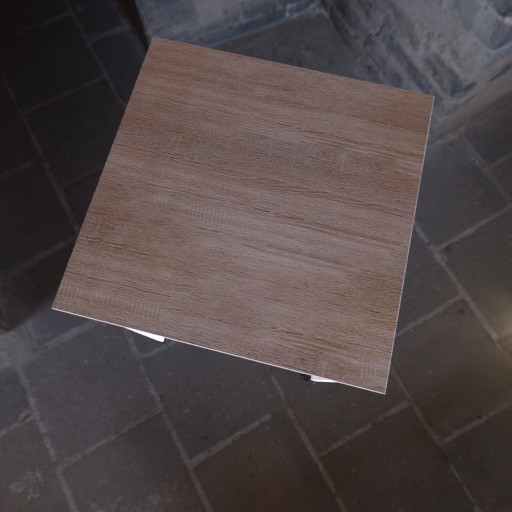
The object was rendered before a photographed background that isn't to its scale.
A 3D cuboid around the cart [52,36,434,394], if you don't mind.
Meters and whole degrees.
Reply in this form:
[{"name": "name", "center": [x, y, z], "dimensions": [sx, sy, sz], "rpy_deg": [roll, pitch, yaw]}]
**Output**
[{"name": "cart", "center": [0.000, 0.000, 1.101], "dimensions": [0.521, 0.762, 0.520], "rpy_deg": [14, 75, 4]}]
